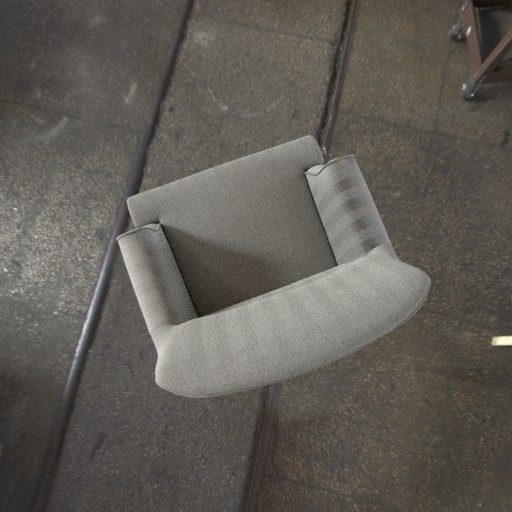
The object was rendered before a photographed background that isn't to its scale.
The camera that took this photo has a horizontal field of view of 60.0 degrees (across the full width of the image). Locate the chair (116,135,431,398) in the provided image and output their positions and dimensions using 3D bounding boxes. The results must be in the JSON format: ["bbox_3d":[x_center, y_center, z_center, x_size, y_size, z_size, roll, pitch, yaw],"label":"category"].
[{"bbox_3d":[0.000,0.000,1.476,0.772,0.880,0.755,-20,78,-4],"label":"chair"}]
